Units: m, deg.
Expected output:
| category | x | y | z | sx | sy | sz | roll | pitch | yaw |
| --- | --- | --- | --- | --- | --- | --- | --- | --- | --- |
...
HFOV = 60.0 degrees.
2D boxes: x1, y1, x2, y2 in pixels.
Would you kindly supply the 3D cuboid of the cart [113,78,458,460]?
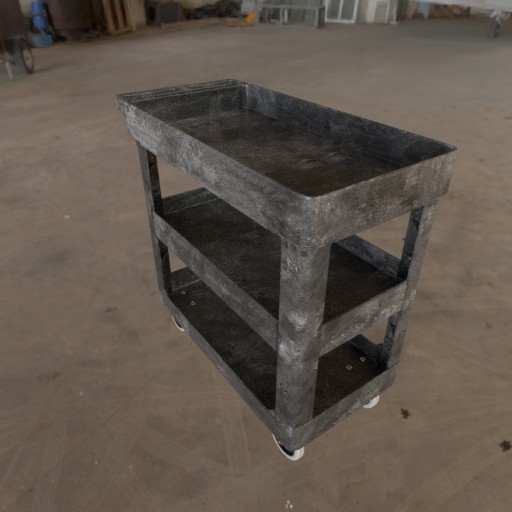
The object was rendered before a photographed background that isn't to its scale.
| category | x | y | z | sx | sy | sz | roll | pitch | yaw |
| --- | --- | --- | --- | --- | --- | --- | --- | --- | --- |
| cart | 0.000 | 0.000 | 1.324 | 0.420 | 0.824 | 0.877 | -21 | 38 | -29 |
